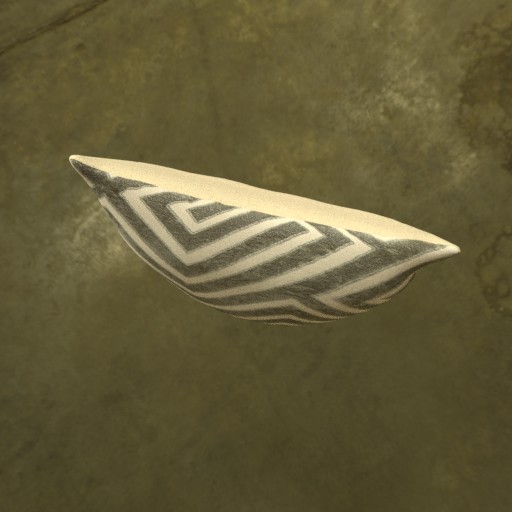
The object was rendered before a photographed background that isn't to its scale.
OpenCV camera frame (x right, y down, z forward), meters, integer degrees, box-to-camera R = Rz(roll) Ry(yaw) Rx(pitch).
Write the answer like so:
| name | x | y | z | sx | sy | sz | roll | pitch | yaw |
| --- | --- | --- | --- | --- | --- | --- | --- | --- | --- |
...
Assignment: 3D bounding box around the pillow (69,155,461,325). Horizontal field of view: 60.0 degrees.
| name | x | y | z | sx | sy | sz | roll | pitch | yaw |
| --- | --- | --- | --- | --- | --- | --- | --- | --- | --- |
| pillow | 0.000 | 0.000 | 0.675 | 0.440 | 0.441 | 0.182 | 13 | 75 | 4 |
